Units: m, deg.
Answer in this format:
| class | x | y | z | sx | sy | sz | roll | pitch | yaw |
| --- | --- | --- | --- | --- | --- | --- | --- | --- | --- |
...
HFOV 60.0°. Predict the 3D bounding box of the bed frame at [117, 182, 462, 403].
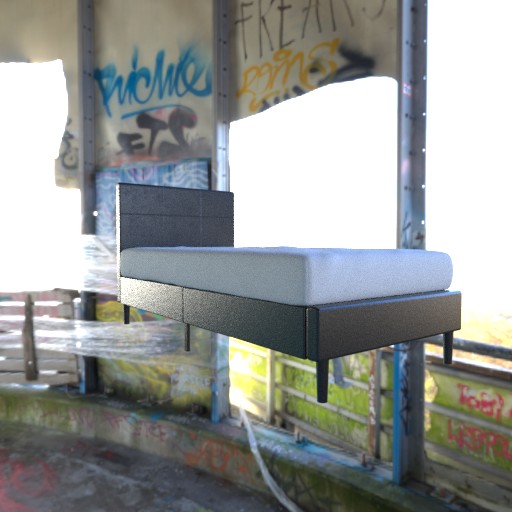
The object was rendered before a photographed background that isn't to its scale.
| class | x | y | z | sx | sy | sz | roll | pitch | yaw |
| --- | --- | --- | --- | --- | --- | --- | --- | --- | --- |
| bed frame | 0.000 | 0.000 | 2.609 | 1.038 | 1.046 | 2.152 | -1 | 2 | -37 |
